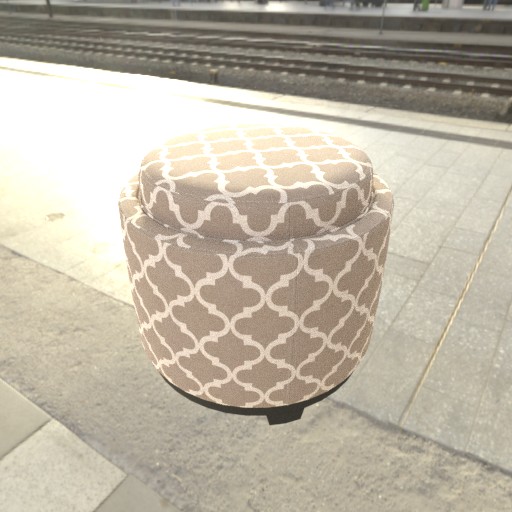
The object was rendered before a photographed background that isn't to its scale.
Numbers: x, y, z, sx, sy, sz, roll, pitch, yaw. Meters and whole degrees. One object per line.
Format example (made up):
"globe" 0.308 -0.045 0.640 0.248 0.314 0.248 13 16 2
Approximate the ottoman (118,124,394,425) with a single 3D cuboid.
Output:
"ottoman" 0.000 0.000 0.857 0.480 0.429 0.480 0 31 0
